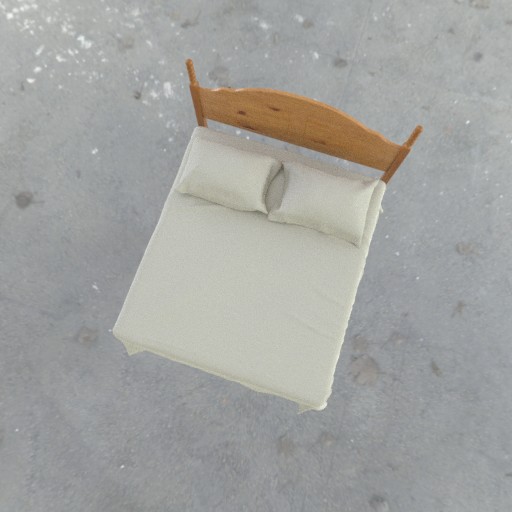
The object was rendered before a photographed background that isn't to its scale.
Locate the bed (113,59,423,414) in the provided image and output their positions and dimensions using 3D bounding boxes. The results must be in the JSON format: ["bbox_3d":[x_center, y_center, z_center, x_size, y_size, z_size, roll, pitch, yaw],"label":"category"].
[{"bbox_3d":[0.000,0.000,3.349,1.873,1.356,2.040,18,76,4],"label":"bed"}]
